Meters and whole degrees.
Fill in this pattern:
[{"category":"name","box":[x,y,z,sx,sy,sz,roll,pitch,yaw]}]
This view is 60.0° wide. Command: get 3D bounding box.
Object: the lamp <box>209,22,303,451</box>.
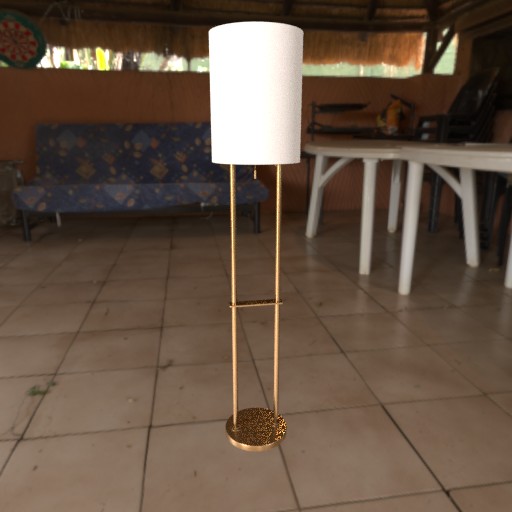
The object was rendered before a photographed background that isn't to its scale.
[{"category":"lamp","box":[0.000,0.000,1.637,0.306,1.500,0.305,-3,15,-10]}]
